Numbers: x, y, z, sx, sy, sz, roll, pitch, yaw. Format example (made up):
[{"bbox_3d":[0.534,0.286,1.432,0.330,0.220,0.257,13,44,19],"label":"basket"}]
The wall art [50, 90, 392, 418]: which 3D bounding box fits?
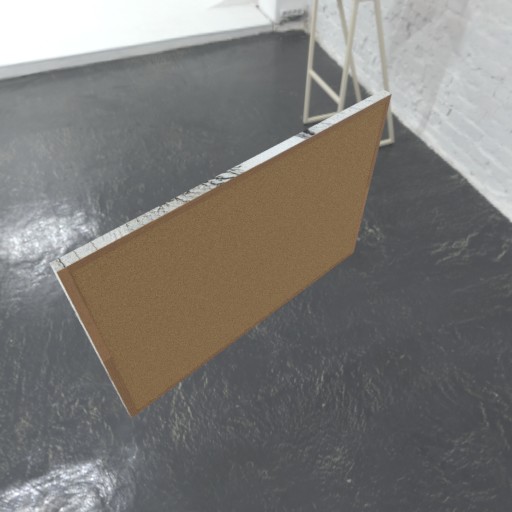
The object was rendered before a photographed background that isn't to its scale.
[{"bbox_3d":[0.000,0.000,1.467,1.141,0.758,0.035,-33,56,-26],"label":"wall art"}]
